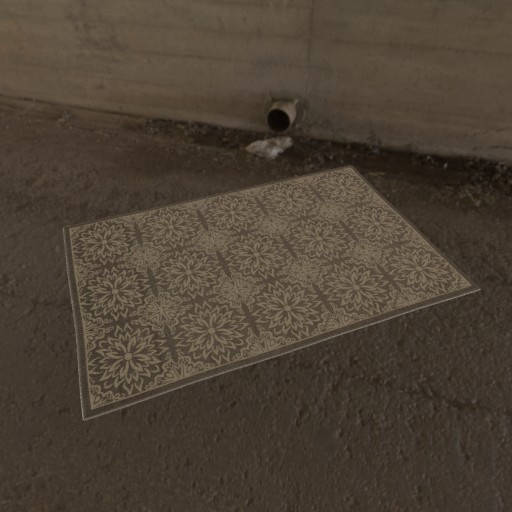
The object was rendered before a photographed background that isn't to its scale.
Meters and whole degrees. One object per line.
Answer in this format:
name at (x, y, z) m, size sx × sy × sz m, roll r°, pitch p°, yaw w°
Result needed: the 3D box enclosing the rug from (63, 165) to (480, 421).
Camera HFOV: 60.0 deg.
rug at (0.000, 0.000, 3.432) m, size 2.746 × 0.018 × 1.819 m, roll -15°, pitch 45°, yaw -15°
